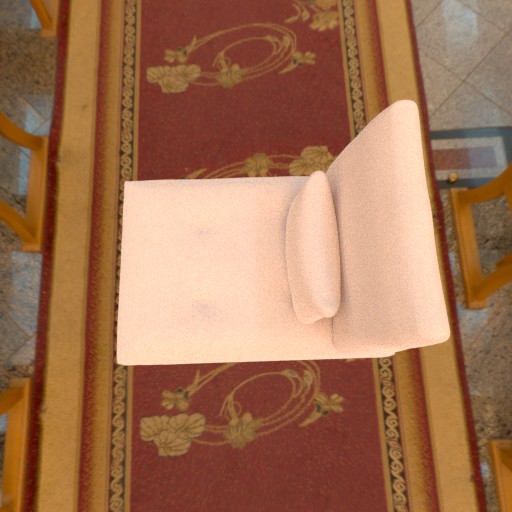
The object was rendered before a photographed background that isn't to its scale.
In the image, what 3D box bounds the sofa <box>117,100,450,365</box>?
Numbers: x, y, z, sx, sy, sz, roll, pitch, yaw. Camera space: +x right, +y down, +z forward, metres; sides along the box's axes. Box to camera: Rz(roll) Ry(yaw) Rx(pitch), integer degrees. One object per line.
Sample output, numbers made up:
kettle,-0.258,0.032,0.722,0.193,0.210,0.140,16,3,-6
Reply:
sofa,0.000,0.000,1.536,1.000,0.820,0.700,-2,75,0
